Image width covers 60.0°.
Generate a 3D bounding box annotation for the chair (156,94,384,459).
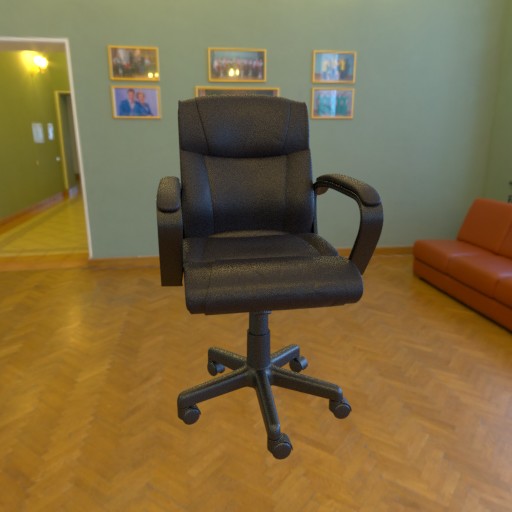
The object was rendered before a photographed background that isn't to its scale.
[{"bbox_3d":[0.000,0.000,1.389,0.576,0.998,0.641,-3,16,-10],"label":"chair"}]
